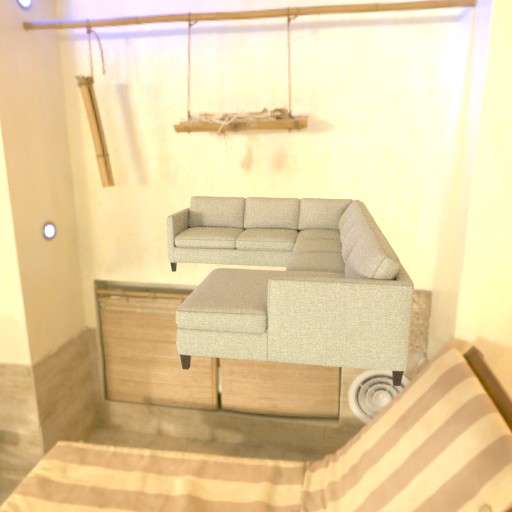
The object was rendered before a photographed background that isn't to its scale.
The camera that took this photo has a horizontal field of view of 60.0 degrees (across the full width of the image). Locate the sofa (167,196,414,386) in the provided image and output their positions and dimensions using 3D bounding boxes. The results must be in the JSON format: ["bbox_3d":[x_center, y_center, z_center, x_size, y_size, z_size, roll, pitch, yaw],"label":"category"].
[{"bbox_3d":[0.000,0.000,4.573,2.551,0.889,3.403,2,14,9],"label":"sofa"}]
